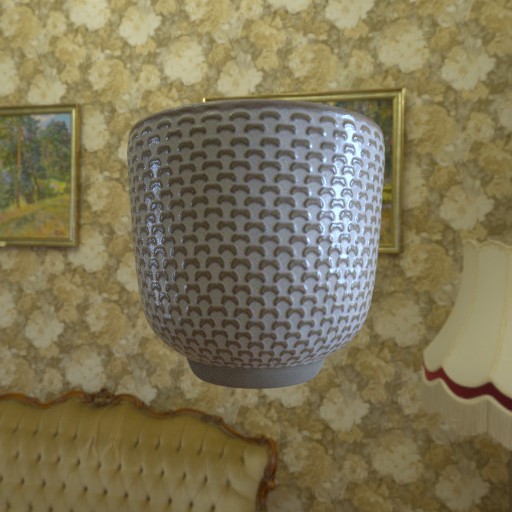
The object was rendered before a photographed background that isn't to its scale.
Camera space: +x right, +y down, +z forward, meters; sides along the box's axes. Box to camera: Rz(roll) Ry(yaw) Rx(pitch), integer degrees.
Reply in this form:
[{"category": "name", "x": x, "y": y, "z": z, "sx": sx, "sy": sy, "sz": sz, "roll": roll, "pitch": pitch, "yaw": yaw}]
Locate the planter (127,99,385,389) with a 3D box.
[{"category": "planter", "x": 0.000, "y": 0.000, "z": 0.249, "sx": 0.139, "sy": 0.130, "sz": 0.139, "roll": 0, "pitch": 0, "yaw": 0}]
